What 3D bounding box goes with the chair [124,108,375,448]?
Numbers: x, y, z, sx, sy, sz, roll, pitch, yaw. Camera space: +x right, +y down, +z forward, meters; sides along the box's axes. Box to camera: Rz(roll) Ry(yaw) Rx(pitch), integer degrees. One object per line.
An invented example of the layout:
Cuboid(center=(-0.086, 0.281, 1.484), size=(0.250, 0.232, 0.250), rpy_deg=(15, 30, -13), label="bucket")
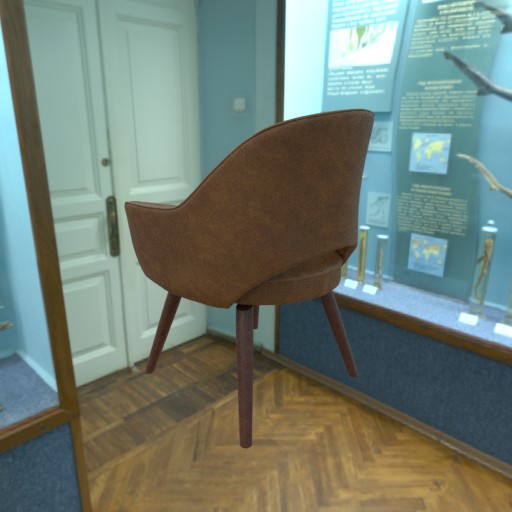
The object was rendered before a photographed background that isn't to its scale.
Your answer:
Cuboid(center=(0.000, 0.000, 1.249), size=(0.591, 0.777, 0.640), rpy_deg=(-15, 23, -41), label="chair")
